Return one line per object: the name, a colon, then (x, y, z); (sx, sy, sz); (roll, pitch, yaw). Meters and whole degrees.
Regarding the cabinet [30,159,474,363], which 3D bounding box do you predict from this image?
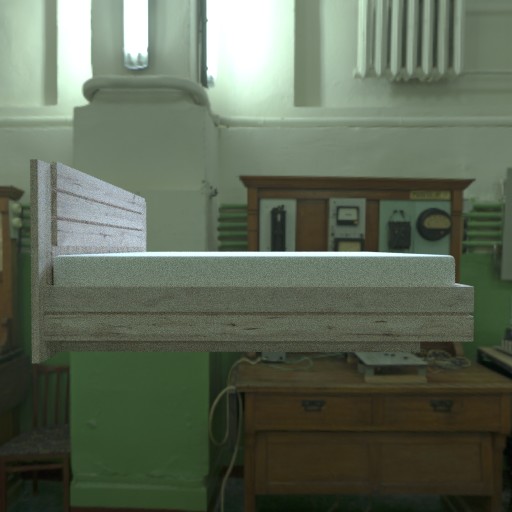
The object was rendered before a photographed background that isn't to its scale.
cabinet: (0.000, 0.000, 3.032); (2.080, 0.970, 1.950); (0, 1, 1)
